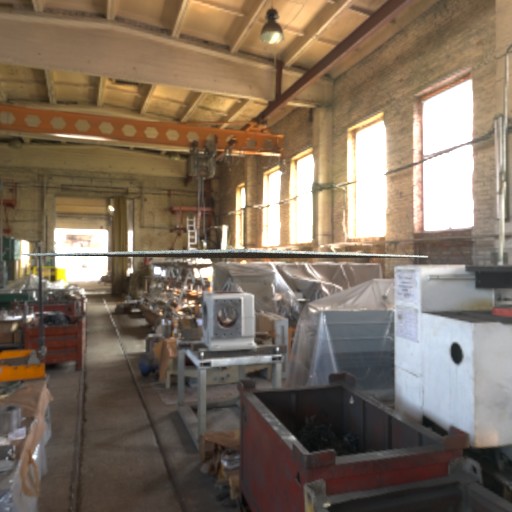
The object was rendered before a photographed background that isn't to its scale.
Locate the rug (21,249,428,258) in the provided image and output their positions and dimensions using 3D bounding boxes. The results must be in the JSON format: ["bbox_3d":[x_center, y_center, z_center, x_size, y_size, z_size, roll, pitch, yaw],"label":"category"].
[{"bbox_3d":[0.000,0.000,2.321,1.260,0.009,1.820,-1,-1,36],"label":"rug"}]
